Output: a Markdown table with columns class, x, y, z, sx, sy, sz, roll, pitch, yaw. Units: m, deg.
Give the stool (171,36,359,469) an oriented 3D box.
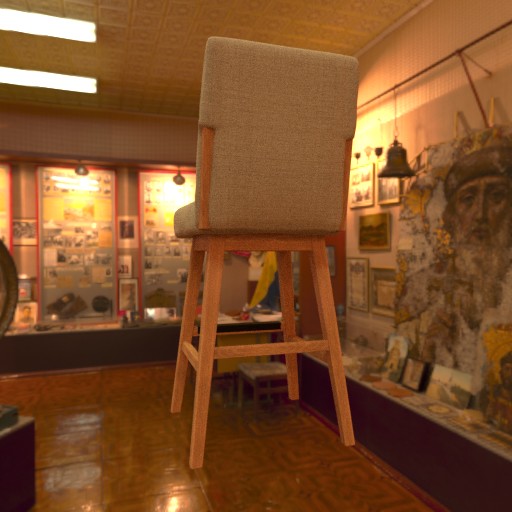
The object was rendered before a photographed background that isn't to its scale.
| class | x | y | z | sx | sy | sz | roll | pitch | yaw |
| --- | --- | --- | --- | --- | --- | --- | --- | --- | --- |
| stool | 0.000 | 0.000 | 1.412 | 0.483 | 1.106 | 0.569 | 0 | 1 | -17 |
